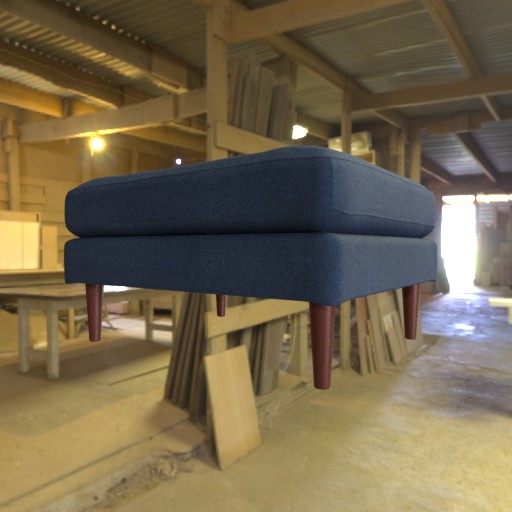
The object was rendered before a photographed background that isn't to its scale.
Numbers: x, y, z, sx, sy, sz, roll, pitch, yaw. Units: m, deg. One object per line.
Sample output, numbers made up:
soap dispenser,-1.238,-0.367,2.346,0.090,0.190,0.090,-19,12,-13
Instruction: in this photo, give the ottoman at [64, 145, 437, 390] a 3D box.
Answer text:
ottoman,0.000,0.000,1.249,0.821,0.474,0.693,1,1,36
